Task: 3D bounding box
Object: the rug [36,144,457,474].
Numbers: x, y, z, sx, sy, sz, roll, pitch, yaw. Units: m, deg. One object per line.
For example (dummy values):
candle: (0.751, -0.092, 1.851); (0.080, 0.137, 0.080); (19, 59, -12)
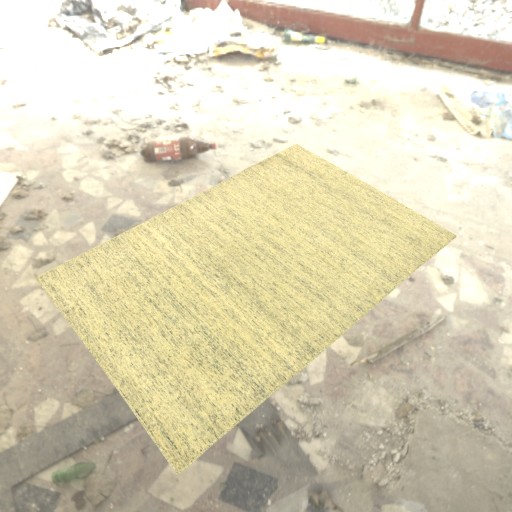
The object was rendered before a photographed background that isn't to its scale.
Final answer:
rug: (0.000, 0.000, 2.837); (2.263, 0.017, 1.523); (-33, 54, -27)
